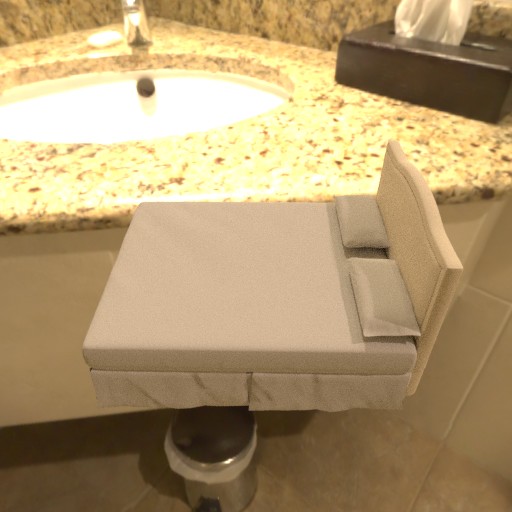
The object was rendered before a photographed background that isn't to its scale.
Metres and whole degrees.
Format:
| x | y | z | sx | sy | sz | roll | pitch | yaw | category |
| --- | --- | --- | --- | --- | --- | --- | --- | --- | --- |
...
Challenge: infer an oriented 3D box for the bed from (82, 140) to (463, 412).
| x | y | z | sx | sy | sz | roll | pitch | yaw | category |
| --- | --- | --- | --- | --- | --- | --- | --- | --- | --- |
| 0.000 | 0.000 | 3.656 | 2.477 | 1.437 | 1.977 | 1 | 40 | 1 | bed |
